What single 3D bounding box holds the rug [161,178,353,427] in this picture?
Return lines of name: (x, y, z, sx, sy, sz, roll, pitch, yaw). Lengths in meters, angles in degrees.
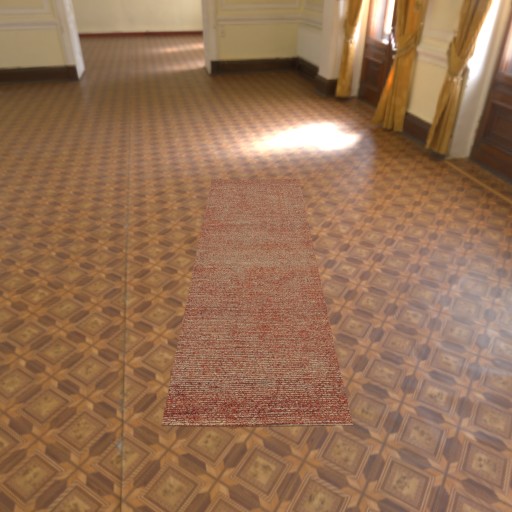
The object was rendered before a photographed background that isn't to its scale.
rug: (0.000, 0.000, 2.637, 0.718, 0.013, 2.353, 0, 33, 0)
